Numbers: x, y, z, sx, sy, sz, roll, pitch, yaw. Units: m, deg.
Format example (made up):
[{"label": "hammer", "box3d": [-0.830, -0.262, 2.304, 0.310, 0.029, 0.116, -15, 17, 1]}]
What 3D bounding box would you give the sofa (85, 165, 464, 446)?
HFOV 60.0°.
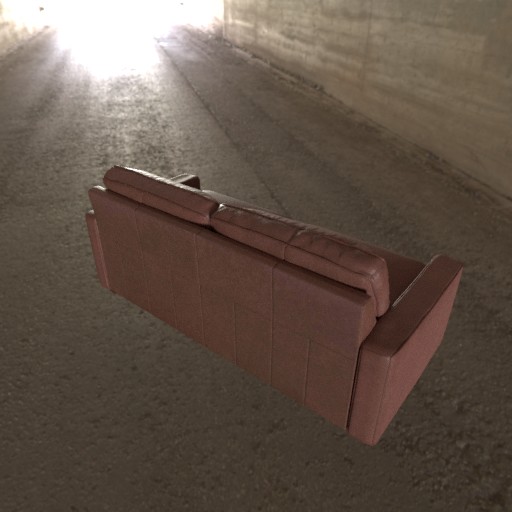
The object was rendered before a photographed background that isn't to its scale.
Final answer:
[{"label": "sofa", "box3d": [0.000, 0.000, 2.599, 2.080, 0.919, 0.940, 22, 38, 32]}]
